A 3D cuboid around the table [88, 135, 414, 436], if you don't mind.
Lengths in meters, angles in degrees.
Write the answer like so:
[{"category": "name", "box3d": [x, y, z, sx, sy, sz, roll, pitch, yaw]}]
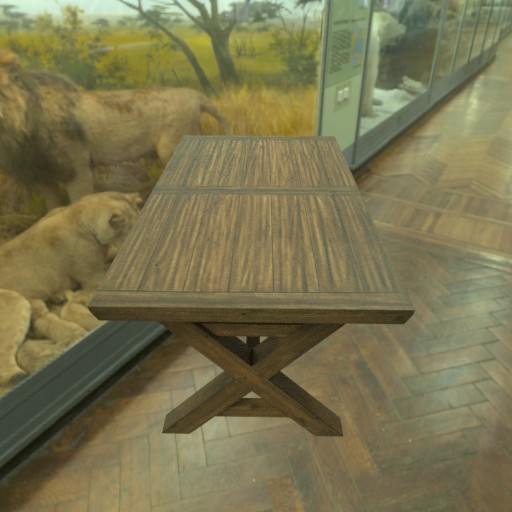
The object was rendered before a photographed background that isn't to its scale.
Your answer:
[{"category": "table", "box3d": [0.000, 0.000, 2.497, 1.071, 0.793, 1.966, 1, 31, 1]}]
